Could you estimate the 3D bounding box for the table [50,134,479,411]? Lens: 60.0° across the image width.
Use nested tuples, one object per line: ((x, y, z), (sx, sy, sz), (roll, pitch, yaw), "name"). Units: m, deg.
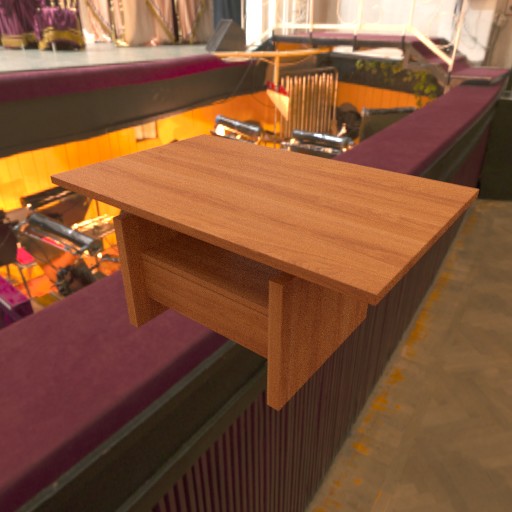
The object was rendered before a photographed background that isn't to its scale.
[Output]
((0.000, 0.000, 1.463), (1.100, 0.510, 0.700), (20, 35, 33), "table")
